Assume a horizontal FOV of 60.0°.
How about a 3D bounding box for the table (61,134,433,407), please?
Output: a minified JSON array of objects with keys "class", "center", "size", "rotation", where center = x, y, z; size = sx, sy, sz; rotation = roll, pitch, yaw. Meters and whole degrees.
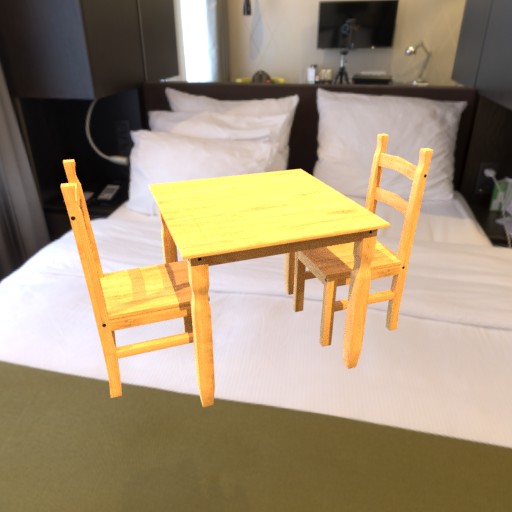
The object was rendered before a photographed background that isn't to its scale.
[{"class":"table","center":[0.000,0.000,2.054],"size":[1.501,0.942,0.813],"rotation":[-9,28,-18]}]
